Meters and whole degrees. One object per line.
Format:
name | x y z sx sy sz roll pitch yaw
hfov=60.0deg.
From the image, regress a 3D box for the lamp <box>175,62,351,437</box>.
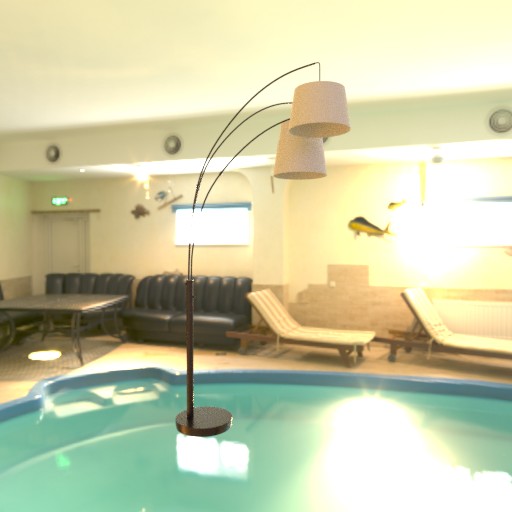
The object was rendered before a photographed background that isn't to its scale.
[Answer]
lamp | 0.000 0.000 2.549 0.924 1.950 0.951 0 2 -1
